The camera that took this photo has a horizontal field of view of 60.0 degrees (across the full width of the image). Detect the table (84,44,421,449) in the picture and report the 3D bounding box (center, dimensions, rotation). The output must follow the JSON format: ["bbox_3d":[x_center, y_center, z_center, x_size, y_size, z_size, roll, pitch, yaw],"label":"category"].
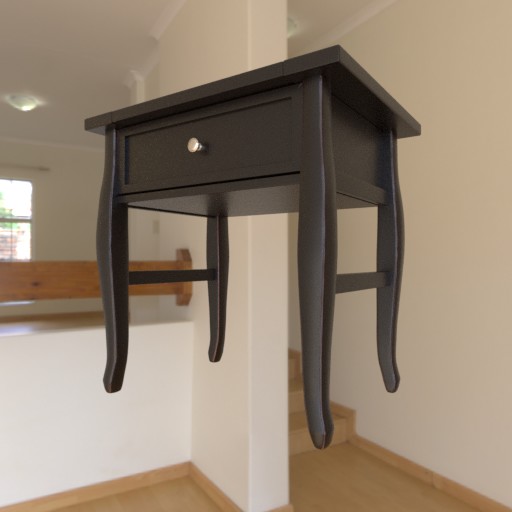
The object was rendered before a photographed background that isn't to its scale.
[{"bbox_3d":[0.000,0.000,0.992,0.602,0.604,0.460,0,-1,34],"label":"table"}]
